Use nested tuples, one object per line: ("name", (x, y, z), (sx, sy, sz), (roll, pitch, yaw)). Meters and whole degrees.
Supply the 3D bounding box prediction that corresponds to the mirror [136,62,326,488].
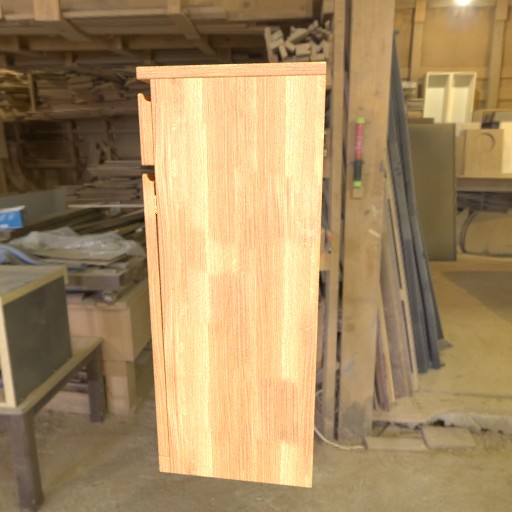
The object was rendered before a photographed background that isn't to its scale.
("mirror", (0.000, 0.000, 1.413), (0.400, 1.000, 0.800), (2, 14, 8))
